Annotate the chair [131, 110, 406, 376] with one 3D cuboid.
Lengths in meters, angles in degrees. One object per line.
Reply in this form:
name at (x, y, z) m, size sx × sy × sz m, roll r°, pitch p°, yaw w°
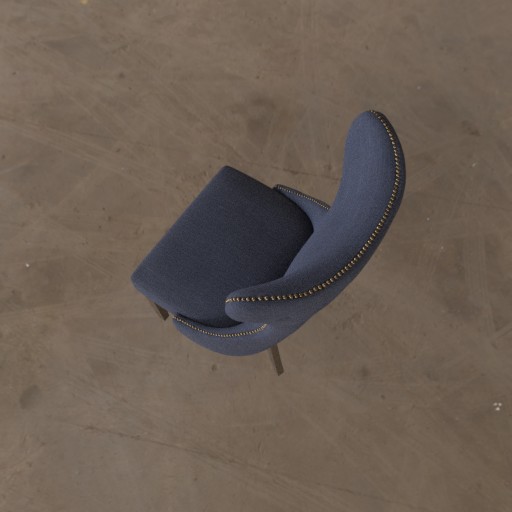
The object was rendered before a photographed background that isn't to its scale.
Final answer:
chair at (0.000, 0.000, 1.405) m, size 0.635 × 0.967 × 0.628 m, roll 31°, pitch 68°, yaw 14°
